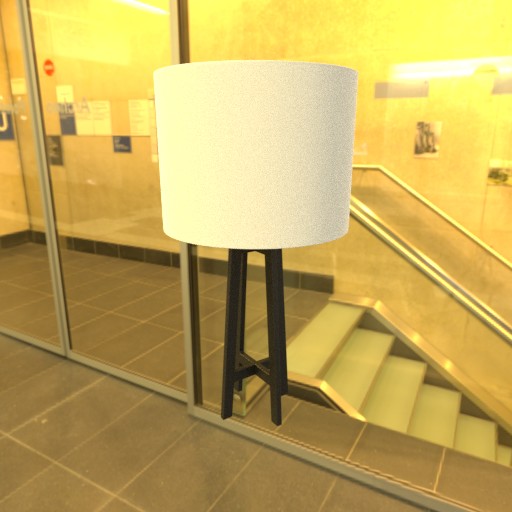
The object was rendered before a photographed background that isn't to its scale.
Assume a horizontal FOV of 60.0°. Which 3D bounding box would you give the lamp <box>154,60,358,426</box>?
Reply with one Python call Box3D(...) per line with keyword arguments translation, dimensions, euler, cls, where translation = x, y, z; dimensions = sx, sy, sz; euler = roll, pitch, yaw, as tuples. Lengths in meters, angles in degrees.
Box3D(translation=(0.000, 0.000, 0.635), dimensions=(0.257, 0.489, 0.257), euler=(3, 16, 10), cls="lamp")
